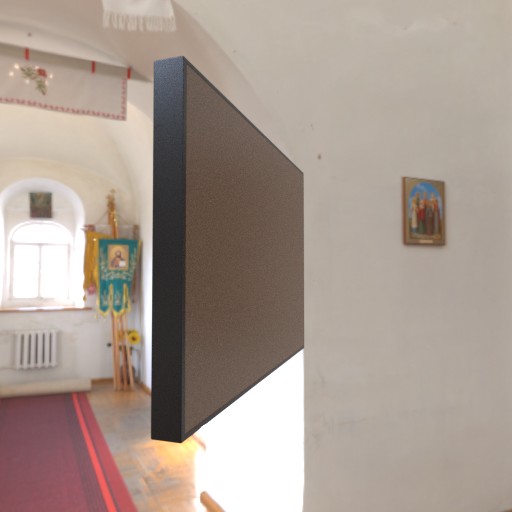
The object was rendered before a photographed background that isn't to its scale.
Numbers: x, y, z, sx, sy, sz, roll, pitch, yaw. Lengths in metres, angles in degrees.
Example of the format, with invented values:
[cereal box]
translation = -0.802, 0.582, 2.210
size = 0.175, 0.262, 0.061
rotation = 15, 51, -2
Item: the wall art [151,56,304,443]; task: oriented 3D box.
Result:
[wall art]
translation = 0.000, 0.000, 1.183
size = 0.058, 0.640, 0.939
rotation = -1, -2, 18
